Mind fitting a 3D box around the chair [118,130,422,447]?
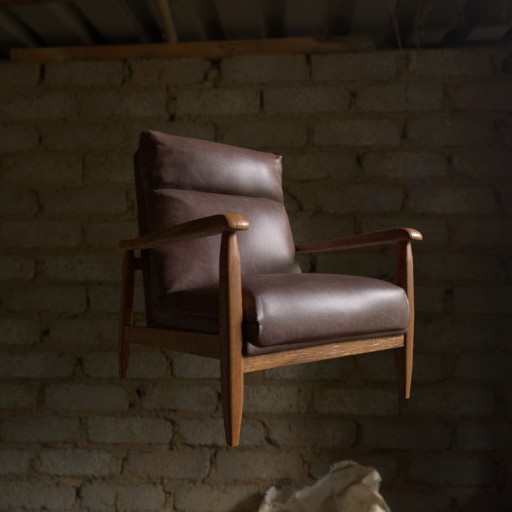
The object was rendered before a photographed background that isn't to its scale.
[{"bbox_3d":[0.000,0.000,1.511,0.782,0.897,0.830,1,-2,-35],"label":"chair"}]
